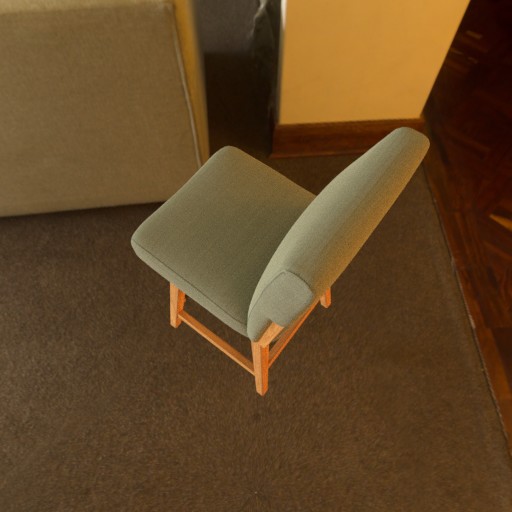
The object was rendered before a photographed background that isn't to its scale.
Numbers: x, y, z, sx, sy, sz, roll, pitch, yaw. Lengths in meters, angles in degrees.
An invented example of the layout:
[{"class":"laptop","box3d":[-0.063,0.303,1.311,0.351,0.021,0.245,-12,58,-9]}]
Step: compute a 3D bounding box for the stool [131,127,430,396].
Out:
[{"class":"stool","box3d":[0.000,0.000,1.306,0.570,1.019,0.459,34,67,17]}]
